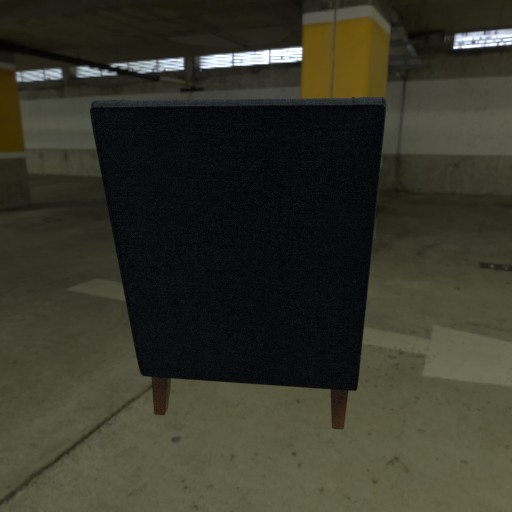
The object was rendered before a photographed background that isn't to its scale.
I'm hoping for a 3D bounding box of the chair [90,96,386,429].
[{"bbox_3d":[0.000,0.000,1.687,0.764,1.072,0.947,2,15,7],"label":"chair"}]
